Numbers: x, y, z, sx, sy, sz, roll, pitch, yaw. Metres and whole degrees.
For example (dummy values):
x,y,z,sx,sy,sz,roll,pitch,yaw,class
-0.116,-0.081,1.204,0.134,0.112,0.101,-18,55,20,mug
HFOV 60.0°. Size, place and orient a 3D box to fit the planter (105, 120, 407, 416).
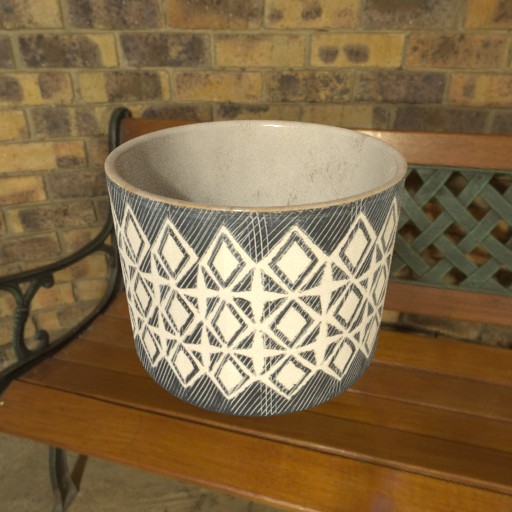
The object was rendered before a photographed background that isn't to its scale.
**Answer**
x,y,z,sx,sy,sz,roll,pitch,yaw,class
0.000,0.000,0.218,0.126,0.104,0.126,0,29,0,planter
